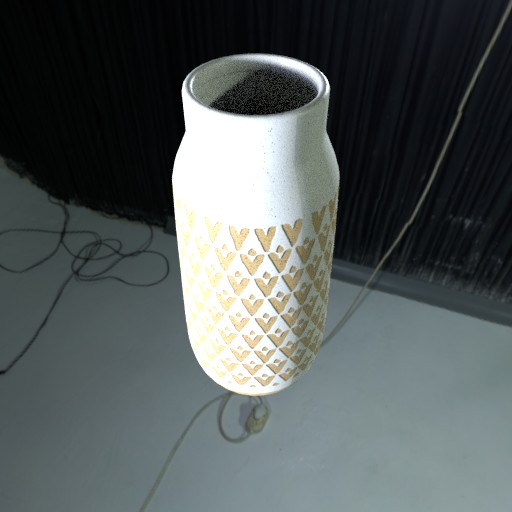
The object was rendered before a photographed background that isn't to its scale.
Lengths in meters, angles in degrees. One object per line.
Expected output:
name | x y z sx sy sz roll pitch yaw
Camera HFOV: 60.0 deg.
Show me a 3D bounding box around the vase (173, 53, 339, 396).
vase | 0.000 0.000 0.381 0.137 0.307 0.137 0 46 0
